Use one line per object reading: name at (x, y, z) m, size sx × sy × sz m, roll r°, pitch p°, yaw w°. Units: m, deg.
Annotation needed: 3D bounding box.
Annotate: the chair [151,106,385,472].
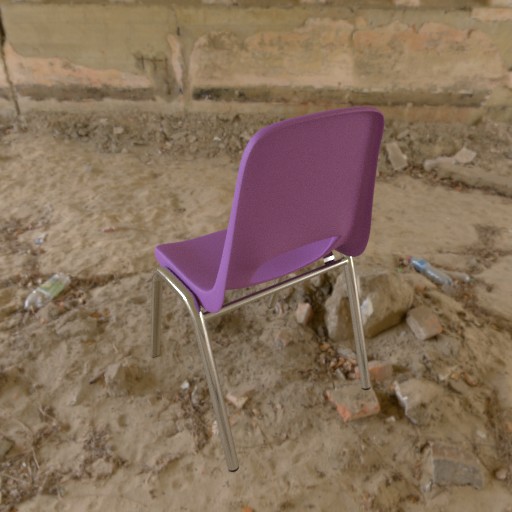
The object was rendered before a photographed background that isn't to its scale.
chair at (0.000, 0.000, 0.691) m, size 0.291 × 0.493 × 0.301 m, roll -19°, pitch 36°, yaw -29°
